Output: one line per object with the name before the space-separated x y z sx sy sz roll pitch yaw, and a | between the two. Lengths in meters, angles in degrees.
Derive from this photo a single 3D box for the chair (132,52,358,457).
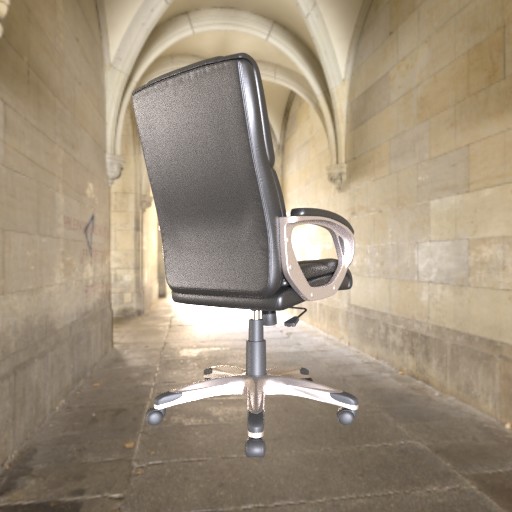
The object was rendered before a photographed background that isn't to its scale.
chair | 0.000 0.000 1.627 0.700 1.145 0.780 0 -1 36
